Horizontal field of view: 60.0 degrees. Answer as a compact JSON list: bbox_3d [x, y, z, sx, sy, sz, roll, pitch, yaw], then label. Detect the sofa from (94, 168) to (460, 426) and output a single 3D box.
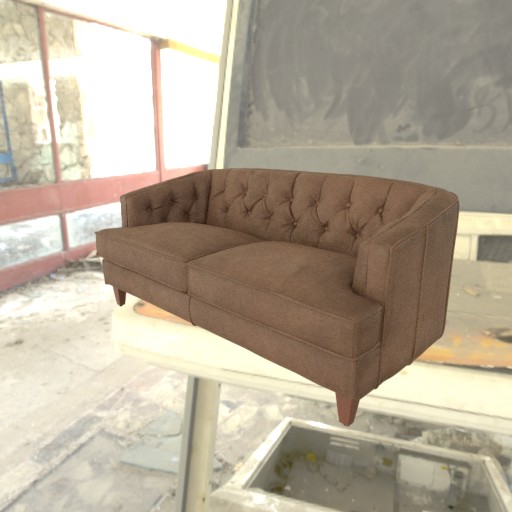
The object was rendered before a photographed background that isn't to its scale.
[{"bbox_3d":[0.000,0.000,2.242,0.917,0.799,1.767,-15,21,-43],"label":"sofa"}]
